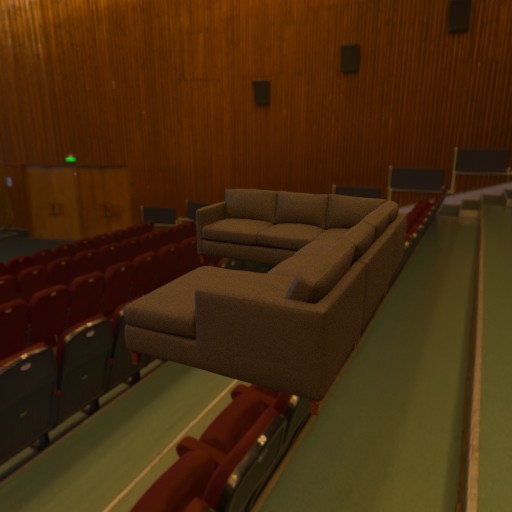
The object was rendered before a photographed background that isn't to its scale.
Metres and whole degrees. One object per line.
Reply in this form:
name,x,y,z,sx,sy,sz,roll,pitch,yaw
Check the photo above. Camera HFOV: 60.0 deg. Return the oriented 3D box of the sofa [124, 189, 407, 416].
sofa,0.000,0.000,4.682,2.594,0.961,3.460,8,18,25
